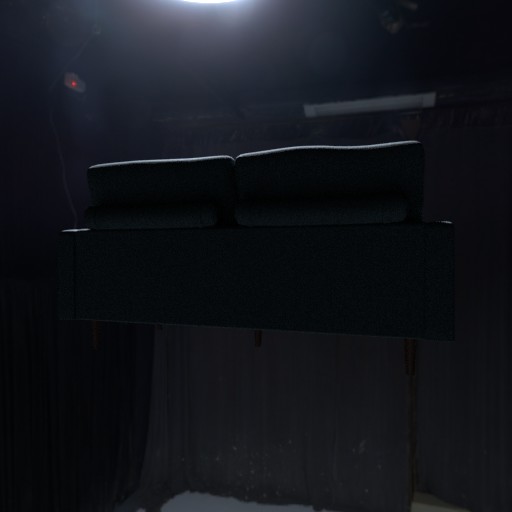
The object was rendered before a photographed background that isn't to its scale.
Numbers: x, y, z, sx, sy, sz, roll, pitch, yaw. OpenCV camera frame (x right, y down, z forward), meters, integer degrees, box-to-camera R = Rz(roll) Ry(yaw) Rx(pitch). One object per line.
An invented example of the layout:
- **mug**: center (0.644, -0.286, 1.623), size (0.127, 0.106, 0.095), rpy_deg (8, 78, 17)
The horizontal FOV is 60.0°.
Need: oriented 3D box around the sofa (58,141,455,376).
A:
- **sofa**: center (0.000, 0.000, 2.538), size (2.010, 1.050, 0.966), rpy_deg (0, 0, 19)
